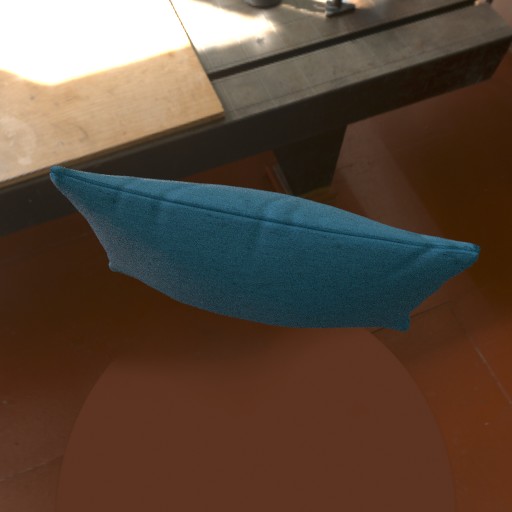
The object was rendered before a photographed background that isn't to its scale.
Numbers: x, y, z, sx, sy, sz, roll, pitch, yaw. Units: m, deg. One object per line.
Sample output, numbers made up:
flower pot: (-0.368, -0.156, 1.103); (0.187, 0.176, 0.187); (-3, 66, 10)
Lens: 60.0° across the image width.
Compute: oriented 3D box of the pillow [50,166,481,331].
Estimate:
pillow: (0.000, 0.000, 0.780); (0.633, 0.338, 0.210); (11, 64, 5)
